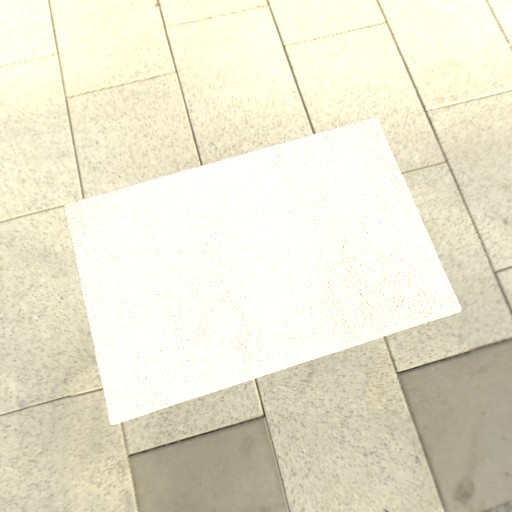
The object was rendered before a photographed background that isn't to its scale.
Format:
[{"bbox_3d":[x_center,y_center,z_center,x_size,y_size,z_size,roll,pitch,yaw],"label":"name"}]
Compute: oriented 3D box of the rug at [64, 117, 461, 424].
[{"bbox_3d":[0.000,0.000,3.507,2.743,0.030,1.778,-17,75,-5],"label":"rug"}]
